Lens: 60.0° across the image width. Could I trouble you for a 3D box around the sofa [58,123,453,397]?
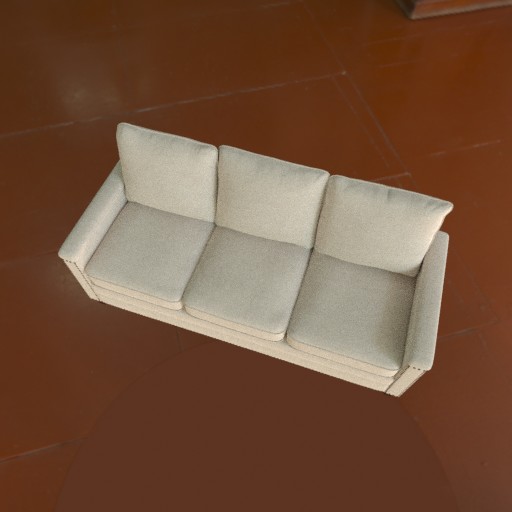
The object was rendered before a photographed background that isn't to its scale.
[{"bbox_3d":[0.000,0.000,2.450,1.925,0.961,0.828,16,59,10],"label":"sofa"}]
